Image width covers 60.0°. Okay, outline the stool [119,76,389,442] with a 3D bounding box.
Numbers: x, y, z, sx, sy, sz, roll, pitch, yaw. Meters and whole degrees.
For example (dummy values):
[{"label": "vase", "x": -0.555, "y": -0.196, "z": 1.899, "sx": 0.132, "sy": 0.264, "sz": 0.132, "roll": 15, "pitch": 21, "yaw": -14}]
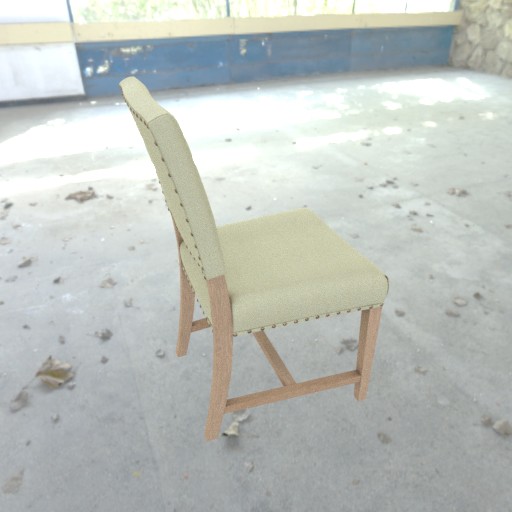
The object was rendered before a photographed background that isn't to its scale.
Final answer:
[{"label": "stool", "x": 0.000, "y": 0.000, "z": 1.339, "sx": 0.623, "sy": 0.986, "sz": 0.508, "roll": -12, "pitch": 33, "yaw": -18}]
